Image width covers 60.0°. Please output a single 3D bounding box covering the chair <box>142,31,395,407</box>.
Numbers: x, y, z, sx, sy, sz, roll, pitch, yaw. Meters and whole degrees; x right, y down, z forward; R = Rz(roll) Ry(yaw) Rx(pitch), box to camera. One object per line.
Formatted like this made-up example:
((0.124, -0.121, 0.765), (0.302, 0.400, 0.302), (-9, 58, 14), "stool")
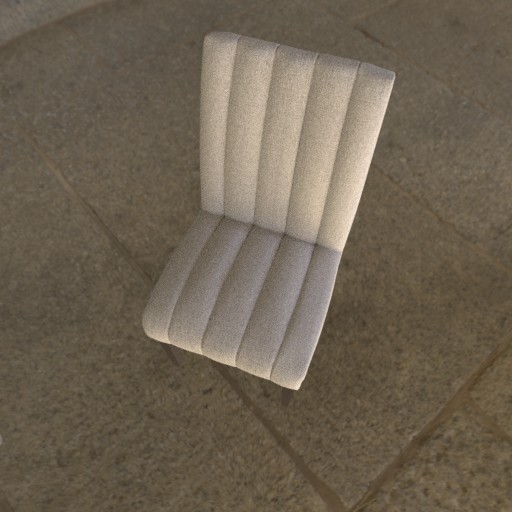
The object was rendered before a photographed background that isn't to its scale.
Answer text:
((0.000, 0.000, 1.360), (0.511, 1.016, 0.647), (18, 61, 10), "chair")
